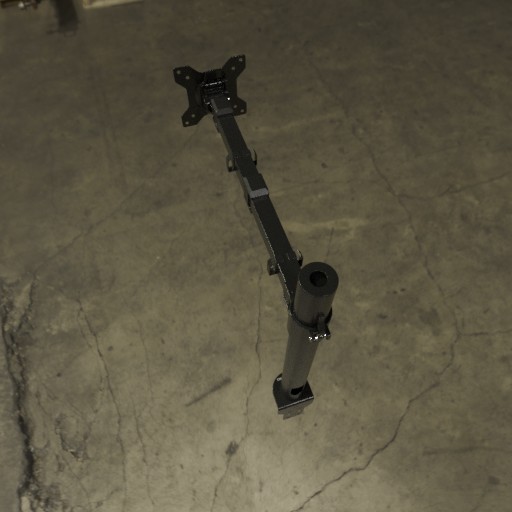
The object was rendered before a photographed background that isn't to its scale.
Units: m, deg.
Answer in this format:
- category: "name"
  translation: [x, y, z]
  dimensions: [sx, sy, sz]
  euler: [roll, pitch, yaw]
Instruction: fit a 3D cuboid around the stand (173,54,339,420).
- category: "stand"
  translation: [0.000, 0.000, 0.742]
  dimensions: [0.115, 0.510, 0.456]
  euler: [-16, 59, -9]
